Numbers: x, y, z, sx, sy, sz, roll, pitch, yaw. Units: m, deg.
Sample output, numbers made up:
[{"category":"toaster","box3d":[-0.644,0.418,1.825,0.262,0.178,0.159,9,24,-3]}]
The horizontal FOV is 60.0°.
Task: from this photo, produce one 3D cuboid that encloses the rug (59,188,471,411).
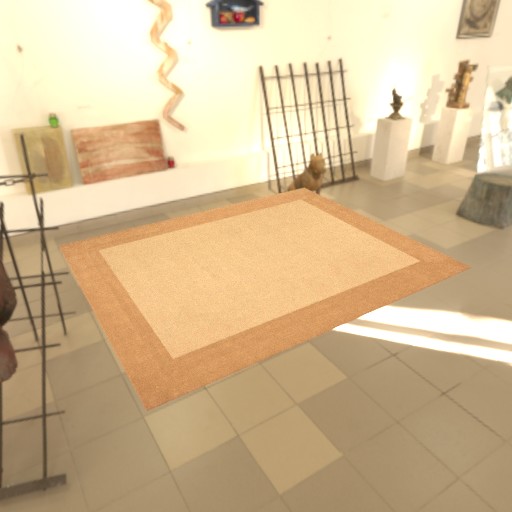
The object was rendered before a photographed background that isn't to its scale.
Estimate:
[{"category":"rug","box3d":[0.000,0.000,4.178,3.048,0.014,2.438,-17,33,-28]}]
